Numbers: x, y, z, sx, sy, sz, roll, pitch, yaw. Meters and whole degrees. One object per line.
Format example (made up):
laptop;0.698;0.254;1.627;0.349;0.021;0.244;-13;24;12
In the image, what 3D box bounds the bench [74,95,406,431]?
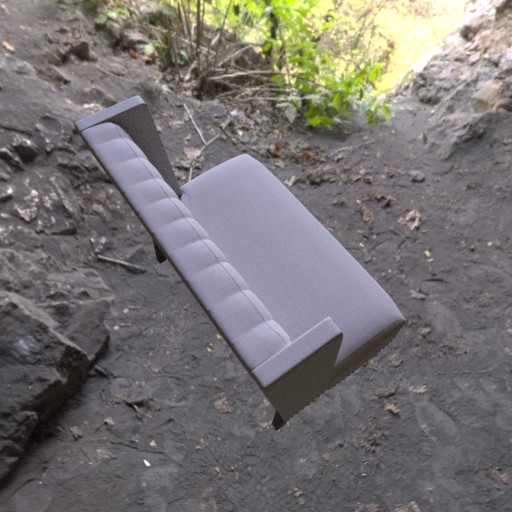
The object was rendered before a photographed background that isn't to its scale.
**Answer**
bench;0.000;0.000;2.050;0.847;1.123;1.280;-32;64;-17
